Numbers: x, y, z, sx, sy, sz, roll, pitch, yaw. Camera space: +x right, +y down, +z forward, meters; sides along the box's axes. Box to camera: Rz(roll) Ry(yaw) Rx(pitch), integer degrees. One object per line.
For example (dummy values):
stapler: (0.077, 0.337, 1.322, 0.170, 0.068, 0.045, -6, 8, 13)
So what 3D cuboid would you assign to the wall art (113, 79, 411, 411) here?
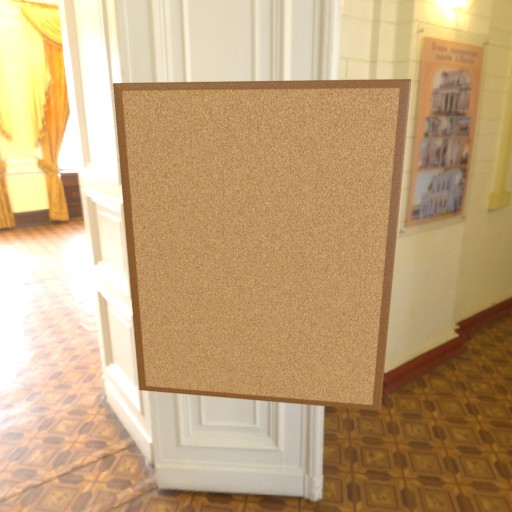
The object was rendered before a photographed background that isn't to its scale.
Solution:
wall art: (0.000, 0.000, 0.515, 0.310, 0.379, 0.015, 2, 17, 8)
